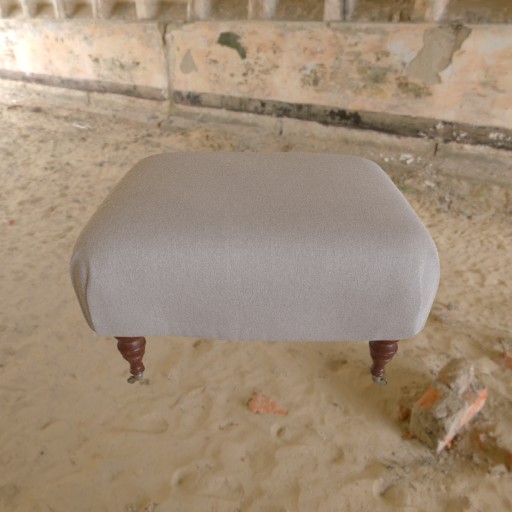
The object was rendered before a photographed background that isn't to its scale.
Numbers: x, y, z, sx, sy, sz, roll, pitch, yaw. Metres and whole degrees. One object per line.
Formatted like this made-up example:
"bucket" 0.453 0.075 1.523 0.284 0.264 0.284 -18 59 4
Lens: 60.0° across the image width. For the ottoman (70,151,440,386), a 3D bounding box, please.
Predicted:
"ottoman" 0.000 0.000 1.151 0.746 0.450 0.622 0 29 1
